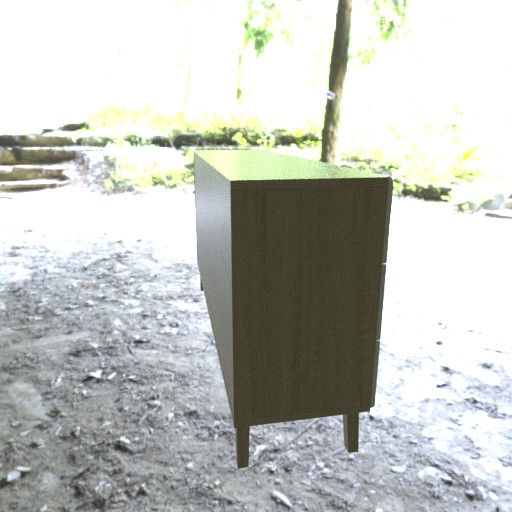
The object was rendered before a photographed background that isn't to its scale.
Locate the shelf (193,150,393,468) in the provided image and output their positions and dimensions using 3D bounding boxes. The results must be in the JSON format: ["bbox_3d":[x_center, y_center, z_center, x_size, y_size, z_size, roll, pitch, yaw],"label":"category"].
[{"bbox_3d":[0.000,0.000,1.810,0.400,0.780,1.490,-3,16,-10],"label":"shelf"}]
